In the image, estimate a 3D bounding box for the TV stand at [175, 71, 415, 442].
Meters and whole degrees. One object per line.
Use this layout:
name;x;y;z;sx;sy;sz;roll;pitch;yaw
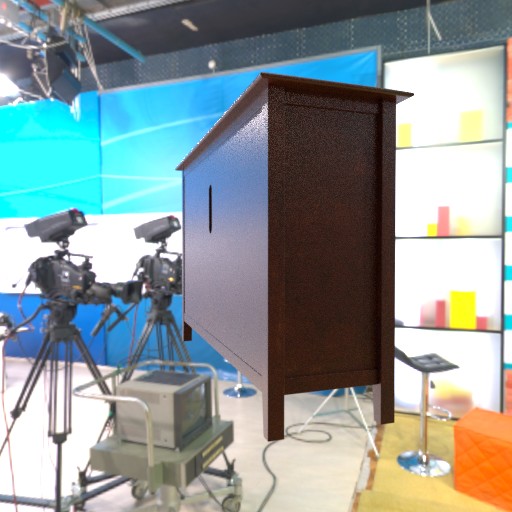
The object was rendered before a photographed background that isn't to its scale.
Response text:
TV stand;0.000;0.000;1.788;0.445;0.915;1.372;0;1;-19
